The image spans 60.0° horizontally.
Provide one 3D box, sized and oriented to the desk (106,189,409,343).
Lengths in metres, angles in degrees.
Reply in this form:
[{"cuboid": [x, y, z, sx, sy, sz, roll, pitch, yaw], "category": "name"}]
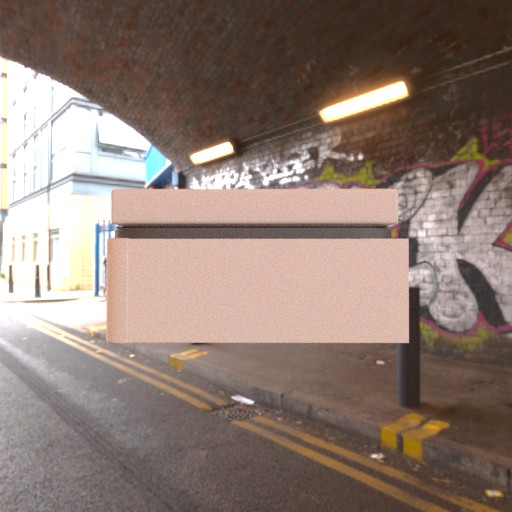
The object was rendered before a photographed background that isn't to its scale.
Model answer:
[{"cuboid": [0.000, 0.000, 2.238, 0.900, 0.526, 1.900, 0, -1, 0], "category": "desk"}]
